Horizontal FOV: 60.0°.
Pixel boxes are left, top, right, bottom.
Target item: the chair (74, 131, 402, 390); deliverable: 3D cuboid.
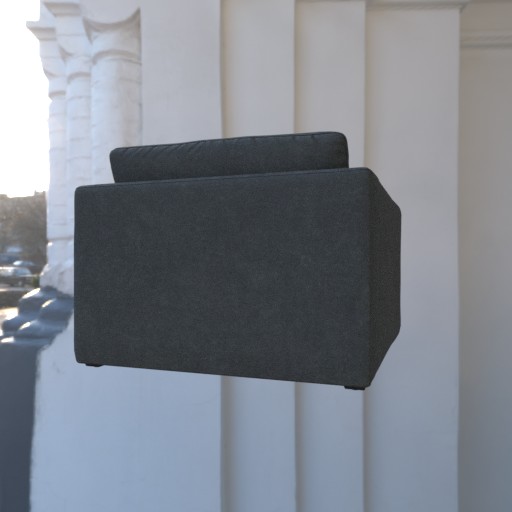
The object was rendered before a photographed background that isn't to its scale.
[{"bbox_3d":[0.000,0.000,1.921,1.190,0.845,1.091,0,-1,18],"label":"chair"}]
